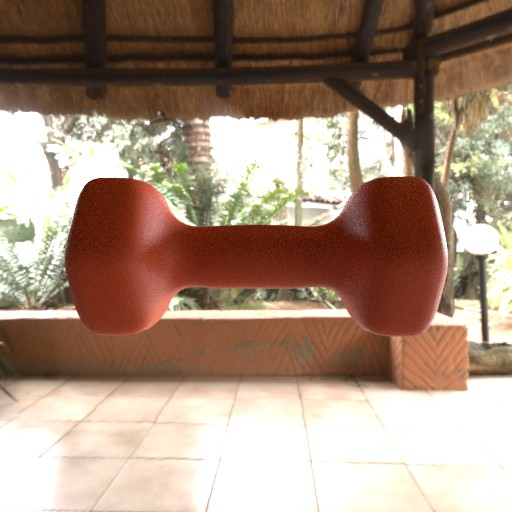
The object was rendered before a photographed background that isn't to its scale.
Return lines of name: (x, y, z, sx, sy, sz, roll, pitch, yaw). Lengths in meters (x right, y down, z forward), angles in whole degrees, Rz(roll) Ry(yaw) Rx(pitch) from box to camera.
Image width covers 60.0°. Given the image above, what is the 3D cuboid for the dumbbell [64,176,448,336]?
dumbbell: (0.000, 0.000, 0.209, 0.162, 0.071, 0.079, 0, 1, 2)
